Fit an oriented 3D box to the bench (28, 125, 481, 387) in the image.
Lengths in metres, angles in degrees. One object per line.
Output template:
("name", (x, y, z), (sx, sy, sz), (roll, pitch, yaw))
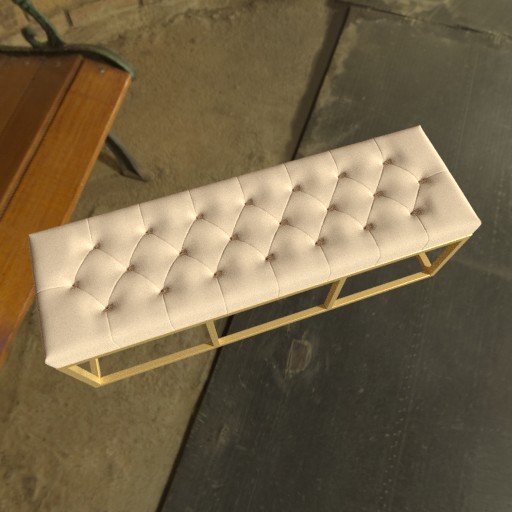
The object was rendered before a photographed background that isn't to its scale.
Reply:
("bench", (0.000, 0.000, 1.691), (1.473, 0.484, 0.457), (-17, 66, -8))
